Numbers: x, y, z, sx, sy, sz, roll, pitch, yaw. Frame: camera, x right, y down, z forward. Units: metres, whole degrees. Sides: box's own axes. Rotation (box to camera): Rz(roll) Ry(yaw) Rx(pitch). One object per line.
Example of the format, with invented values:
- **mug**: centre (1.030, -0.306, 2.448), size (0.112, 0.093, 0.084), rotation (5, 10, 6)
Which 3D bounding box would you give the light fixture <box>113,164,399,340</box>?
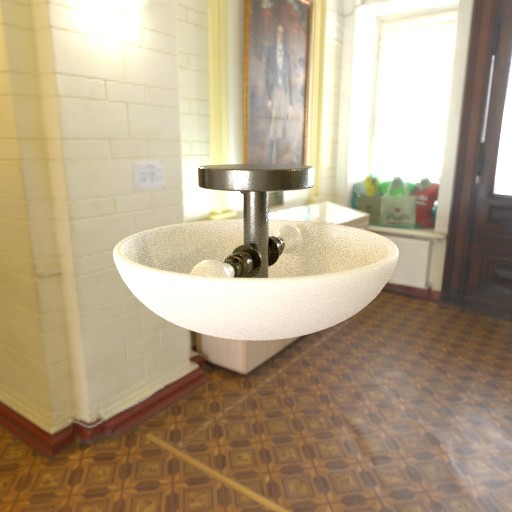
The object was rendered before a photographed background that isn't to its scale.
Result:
- **light fixture**: centre (0.000, 0.000, 0.540), size (0.330, 0.214, 0.330), rotation (0, 14, 0)
